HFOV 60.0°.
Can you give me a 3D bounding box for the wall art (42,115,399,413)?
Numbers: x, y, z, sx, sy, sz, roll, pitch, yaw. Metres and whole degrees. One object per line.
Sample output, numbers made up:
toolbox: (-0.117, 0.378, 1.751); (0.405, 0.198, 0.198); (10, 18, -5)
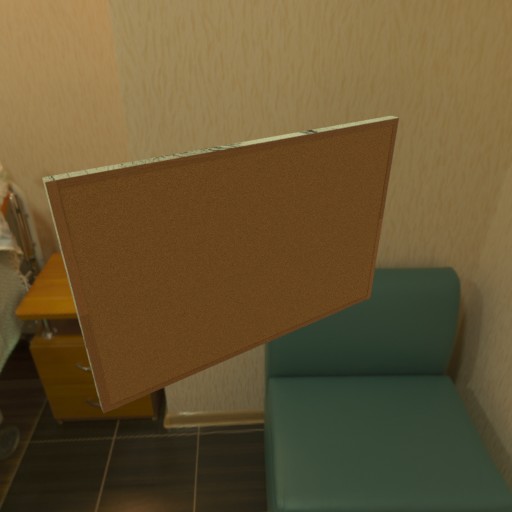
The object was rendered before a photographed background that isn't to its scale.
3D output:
wall art: (0.000, 0.000, 1.459); (1.141, 0.758, 0.035); (-18, 35, -28)
